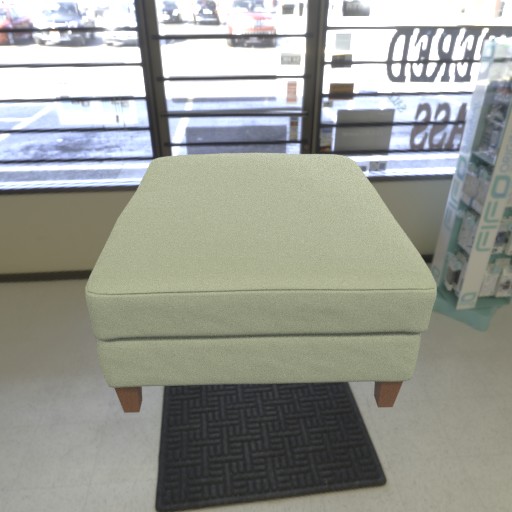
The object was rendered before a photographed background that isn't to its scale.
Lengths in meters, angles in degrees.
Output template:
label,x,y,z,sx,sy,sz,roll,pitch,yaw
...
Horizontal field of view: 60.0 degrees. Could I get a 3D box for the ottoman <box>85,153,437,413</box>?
label,x,y,z,sx,sy,sz,roll,pitch,yaw
ottoman,0.000,0.000,1.523,0.842,0.494,0.991,-1,31,-1
